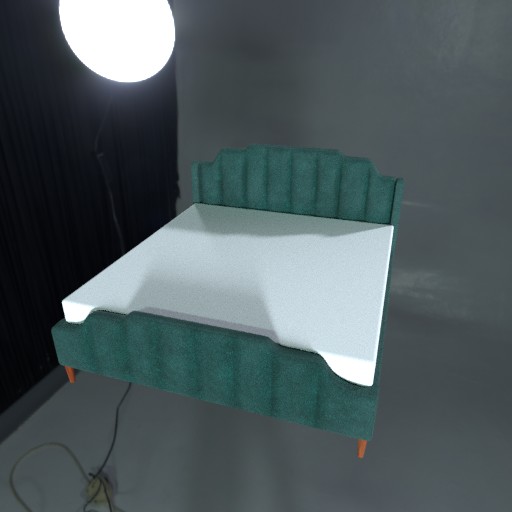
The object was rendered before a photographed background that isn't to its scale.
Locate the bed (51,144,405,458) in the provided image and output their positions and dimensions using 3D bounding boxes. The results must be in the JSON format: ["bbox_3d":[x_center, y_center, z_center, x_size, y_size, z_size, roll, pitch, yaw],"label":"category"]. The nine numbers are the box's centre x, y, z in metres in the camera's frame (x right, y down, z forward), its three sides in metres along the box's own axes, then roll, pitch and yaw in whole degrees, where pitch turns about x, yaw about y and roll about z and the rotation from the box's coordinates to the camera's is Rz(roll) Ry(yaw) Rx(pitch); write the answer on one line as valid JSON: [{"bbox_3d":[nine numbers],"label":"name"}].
[{"bbox_3d":[0.000,0.000,3.478,2.074,1.245,2.340,8,27,16],"label":"bed"}]
